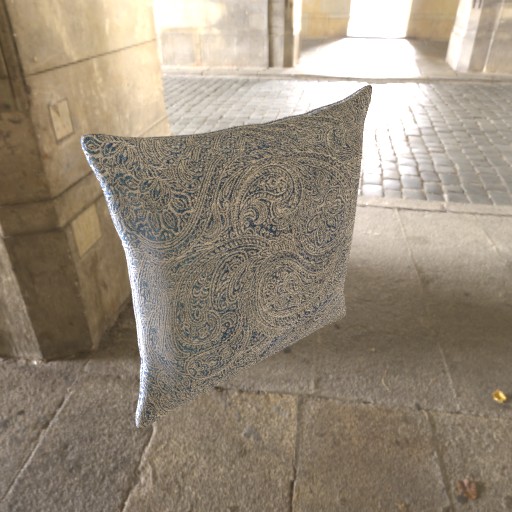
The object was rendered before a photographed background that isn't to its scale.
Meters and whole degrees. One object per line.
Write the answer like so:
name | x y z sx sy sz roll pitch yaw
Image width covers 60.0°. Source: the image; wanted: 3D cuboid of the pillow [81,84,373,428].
pillow | 0.000 0.000 0.774 0.523 0.510 0.166 -22 37 -31
